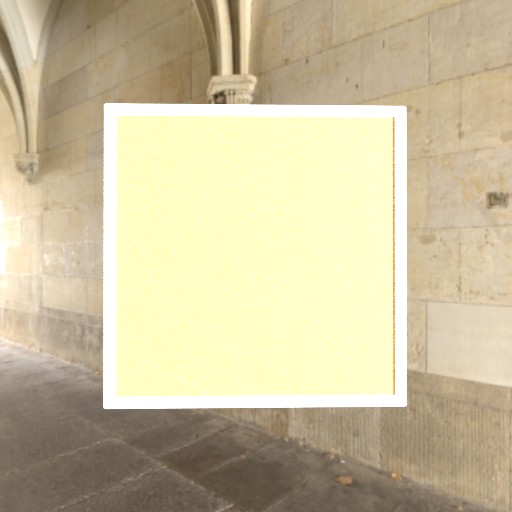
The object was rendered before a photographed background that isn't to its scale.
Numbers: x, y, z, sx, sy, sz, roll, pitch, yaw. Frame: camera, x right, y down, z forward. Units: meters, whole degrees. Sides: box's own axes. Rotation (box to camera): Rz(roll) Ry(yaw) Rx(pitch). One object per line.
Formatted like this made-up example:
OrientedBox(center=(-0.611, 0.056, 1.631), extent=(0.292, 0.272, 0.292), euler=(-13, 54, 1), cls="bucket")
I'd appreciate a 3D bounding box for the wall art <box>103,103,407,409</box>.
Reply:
OrientedBox(center=(0.000, 0.000, 0.762), extent=(0.508, 0.508, 0.038), euler=(0, 0, -1), cls="wall art")
